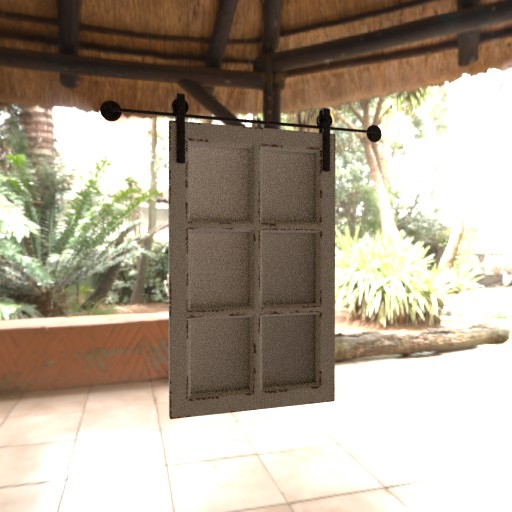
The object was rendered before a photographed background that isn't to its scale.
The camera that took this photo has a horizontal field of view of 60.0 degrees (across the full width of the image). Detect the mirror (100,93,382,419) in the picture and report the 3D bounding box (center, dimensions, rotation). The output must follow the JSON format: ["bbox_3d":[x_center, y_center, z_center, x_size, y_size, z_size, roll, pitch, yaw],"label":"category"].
[{"bbox_3d":[0.000,0.000,1.218,0.808,0.844,0.037,0,1,-17],"label":"mirror"}]
